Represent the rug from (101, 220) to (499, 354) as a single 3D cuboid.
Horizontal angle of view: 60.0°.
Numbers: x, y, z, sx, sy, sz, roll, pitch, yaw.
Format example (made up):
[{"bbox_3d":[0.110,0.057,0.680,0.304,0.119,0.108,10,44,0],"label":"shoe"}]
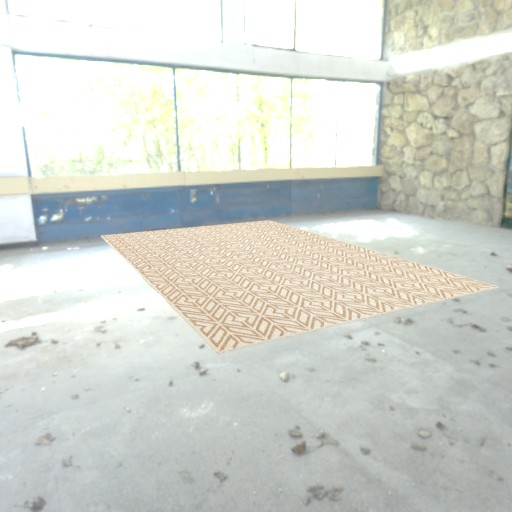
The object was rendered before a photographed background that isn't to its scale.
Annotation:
[{"bbox_3d":[0.000,0.000,2.266,1.220,0.007,1.828,-7,16,-27],"label":"rug"}]
